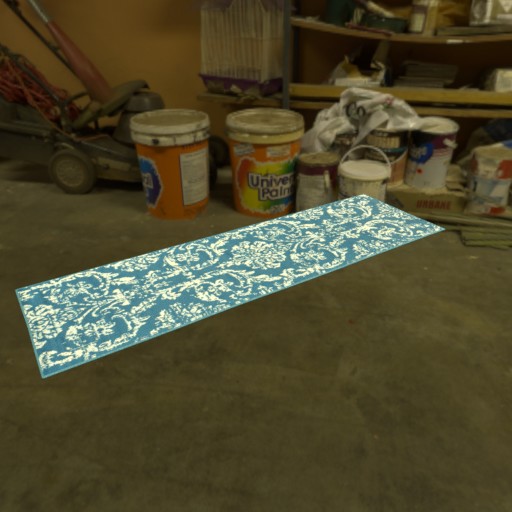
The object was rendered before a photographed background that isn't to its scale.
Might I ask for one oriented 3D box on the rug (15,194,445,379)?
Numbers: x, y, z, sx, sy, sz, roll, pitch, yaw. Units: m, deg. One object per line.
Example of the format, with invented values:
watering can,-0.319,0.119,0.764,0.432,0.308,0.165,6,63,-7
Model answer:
rug,0.000,0.000,2.301,2.196,0.011,0.662,-18,34,-28
